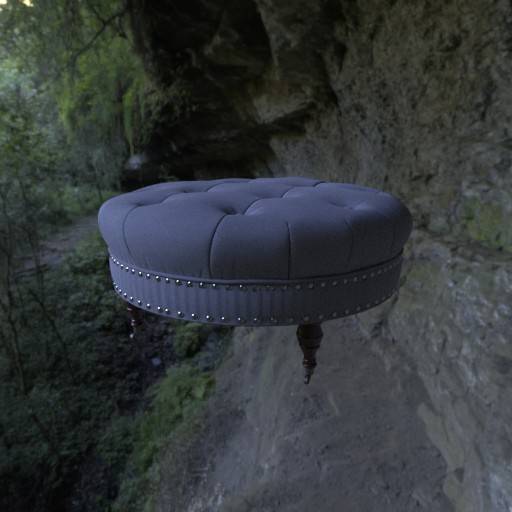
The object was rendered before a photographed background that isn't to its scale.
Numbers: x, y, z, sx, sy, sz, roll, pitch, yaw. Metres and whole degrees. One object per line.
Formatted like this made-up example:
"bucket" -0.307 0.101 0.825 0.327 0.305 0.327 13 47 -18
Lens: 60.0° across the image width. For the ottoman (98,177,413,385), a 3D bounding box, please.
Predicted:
"ottoman" 0.000 0.000 1.360 0.901 0.439 0.901 0 15 0
